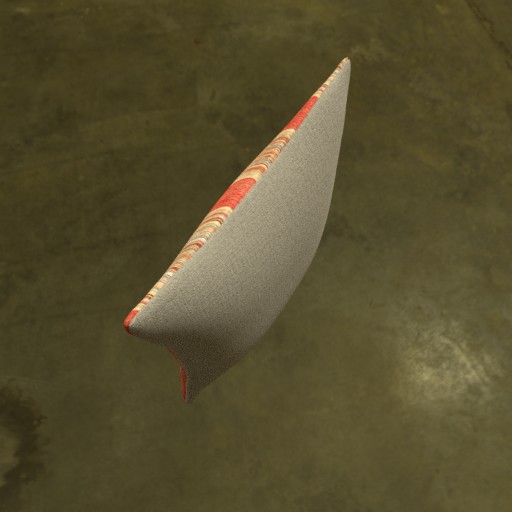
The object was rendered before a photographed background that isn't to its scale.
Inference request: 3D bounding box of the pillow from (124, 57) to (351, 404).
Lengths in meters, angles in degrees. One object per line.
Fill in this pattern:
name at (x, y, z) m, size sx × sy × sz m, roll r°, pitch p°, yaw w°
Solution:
pillow at (0.000, 0.000, 0.665) m, size 0.136 × 0.419 × 0.437 m, roll 31°, pitch 67°, yaw 15°
